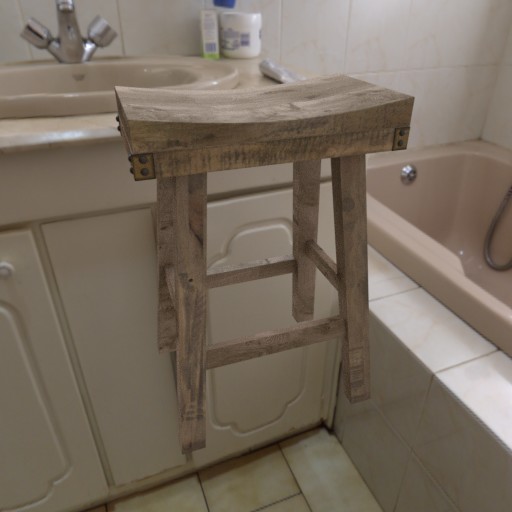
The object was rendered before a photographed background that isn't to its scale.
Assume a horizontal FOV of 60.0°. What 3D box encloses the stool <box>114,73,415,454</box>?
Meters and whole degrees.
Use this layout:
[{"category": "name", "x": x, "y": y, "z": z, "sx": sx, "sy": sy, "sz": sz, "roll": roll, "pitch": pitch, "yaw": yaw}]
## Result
[{"category": "stool", "x": 0.000, "y": 0.000, "z": 0.896, "sx": 0.450, "sy": 0.635, "sz": 0.330, "roll": -10, "pitch": 32, "yaw": -16}]
